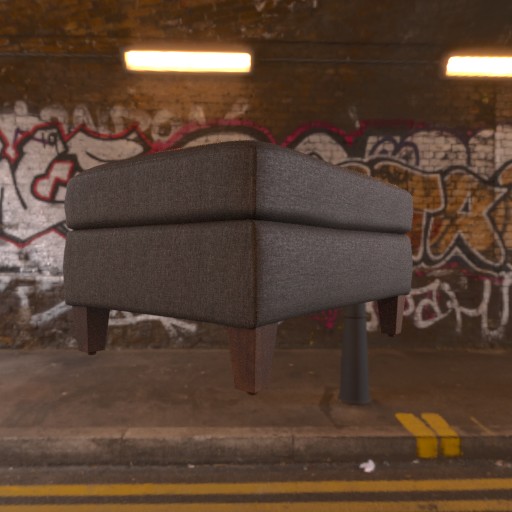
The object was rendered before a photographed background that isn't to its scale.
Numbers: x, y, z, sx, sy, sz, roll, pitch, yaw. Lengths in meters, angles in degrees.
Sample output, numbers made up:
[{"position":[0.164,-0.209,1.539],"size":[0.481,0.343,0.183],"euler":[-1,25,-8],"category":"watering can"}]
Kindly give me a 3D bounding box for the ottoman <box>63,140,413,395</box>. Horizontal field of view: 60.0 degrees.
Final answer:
[{"position":[0.000,0.000,1.241],"size":[0.639,0.496,0.826],"euler":[0,1,37],"category":"ottoman"}]
